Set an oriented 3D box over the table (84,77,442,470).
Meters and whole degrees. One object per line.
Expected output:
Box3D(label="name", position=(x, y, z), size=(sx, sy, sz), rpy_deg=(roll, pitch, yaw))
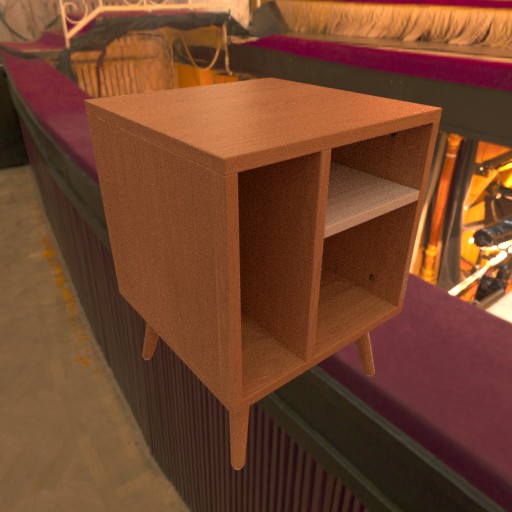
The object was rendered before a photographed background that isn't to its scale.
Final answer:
Box3D(label="table", position=(0.000, 0.000, 0.832), size=(0.400, 0.550, 0.400), rpy_deg=(-21, 36, -33))
